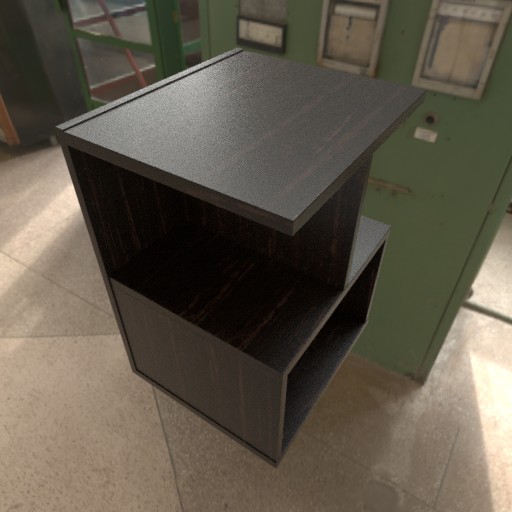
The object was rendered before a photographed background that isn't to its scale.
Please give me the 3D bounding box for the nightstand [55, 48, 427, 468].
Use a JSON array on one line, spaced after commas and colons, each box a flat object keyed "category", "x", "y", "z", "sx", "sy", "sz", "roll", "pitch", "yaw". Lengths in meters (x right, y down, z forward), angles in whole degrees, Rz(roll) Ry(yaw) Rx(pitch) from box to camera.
[{"category": "nightstand", "x": 0.000, "y": 0.000, "z": 0.804, "sx": 0.356, "sy": 0.559, "sz": 0.400, "roll": 24, "pitch": 47, "yaw": 25}]
